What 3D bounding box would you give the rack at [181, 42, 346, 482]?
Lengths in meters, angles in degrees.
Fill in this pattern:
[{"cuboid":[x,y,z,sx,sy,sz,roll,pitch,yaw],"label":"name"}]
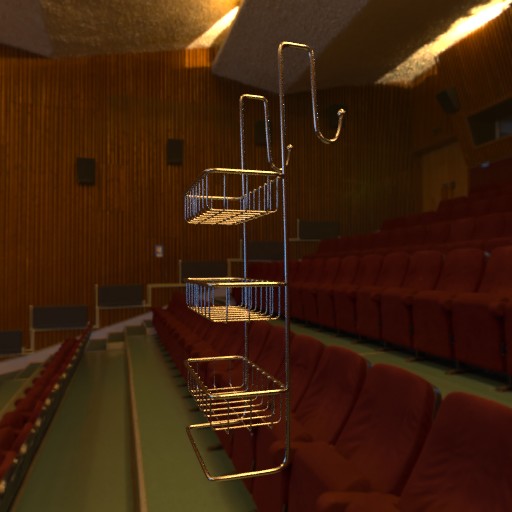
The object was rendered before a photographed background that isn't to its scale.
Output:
[{"cuboid":[0.000,0.000,0.681,0.202,0.574,0.228,0,-1,-18],"label":"rack"}]
